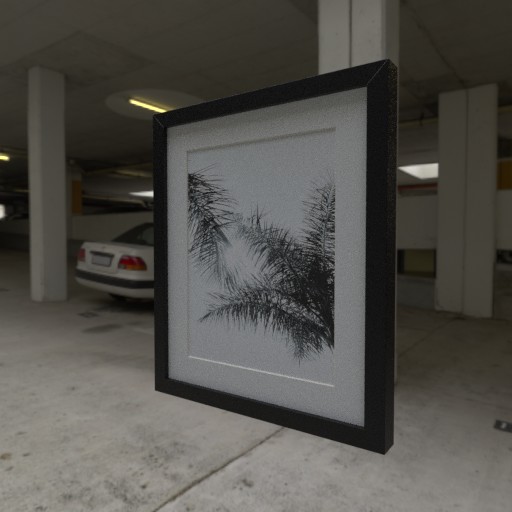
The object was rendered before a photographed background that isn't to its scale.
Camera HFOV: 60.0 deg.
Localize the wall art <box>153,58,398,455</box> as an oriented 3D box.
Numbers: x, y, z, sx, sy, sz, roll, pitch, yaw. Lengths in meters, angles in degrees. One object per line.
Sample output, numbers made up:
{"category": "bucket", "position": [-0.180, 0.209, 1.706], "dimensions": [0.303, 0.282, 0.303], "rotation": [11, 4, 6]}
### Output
{"category": "wall art", "position": [0.000, 0.000, 0.529], "dimensions": [0.325, 0.380, 0.028], "rotation": [1, 2, 35]}
